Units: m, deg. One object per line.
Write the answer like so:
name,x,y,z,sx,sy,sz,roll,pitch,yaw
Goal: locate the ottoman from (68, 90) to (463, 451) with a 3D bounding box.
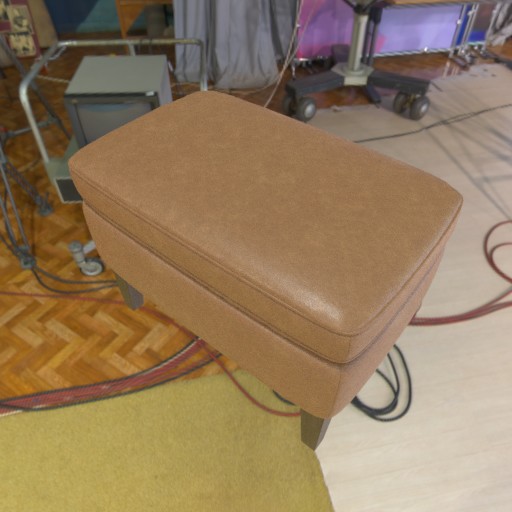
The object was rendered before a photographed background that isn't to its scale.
ottoman,0.000,0.000,0.959,0.670,0.480,0.420,30,53,26
